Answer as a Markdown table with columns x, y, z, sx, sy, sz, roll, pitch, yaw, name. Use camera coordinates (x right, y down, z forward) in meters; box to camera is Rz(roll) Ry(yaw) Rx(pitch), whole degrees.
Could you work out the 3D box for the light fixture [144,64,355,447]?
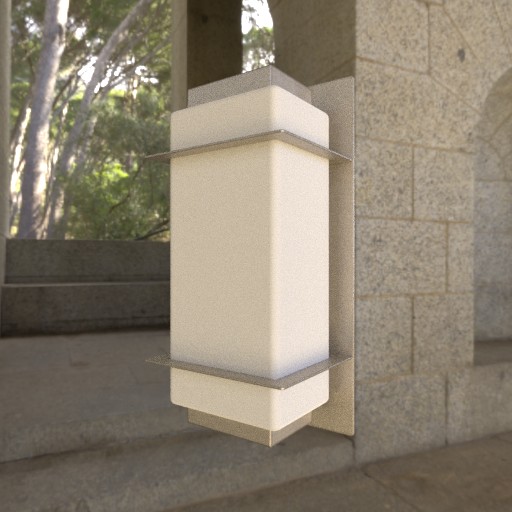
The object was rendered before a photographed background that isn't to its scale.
| x | y | z | sx | sy | sz | roll | pitch | yaw | name |
| --- | --- | --- | --- | --- | --- | --- | --- | --- | --- |
| 0.000 | 0.000 | 0.468 | 0.168 | 0.380 | 0.160 | 0 | 0 | 36 | light fixture |
